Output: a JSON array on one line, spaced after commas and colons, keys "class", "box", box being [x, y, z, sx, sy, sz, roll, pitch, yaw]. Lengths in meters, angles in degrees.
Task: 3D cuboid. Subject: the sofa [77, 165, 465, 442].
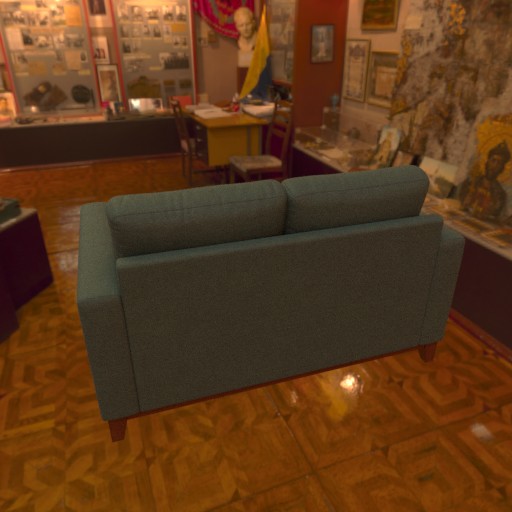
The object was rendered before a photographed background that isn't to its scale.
[{"class": "sofa", "box": [0.000, 0.000, 2.054, 1.489, 0.903, 0.955, -9, 28, -17]}]
